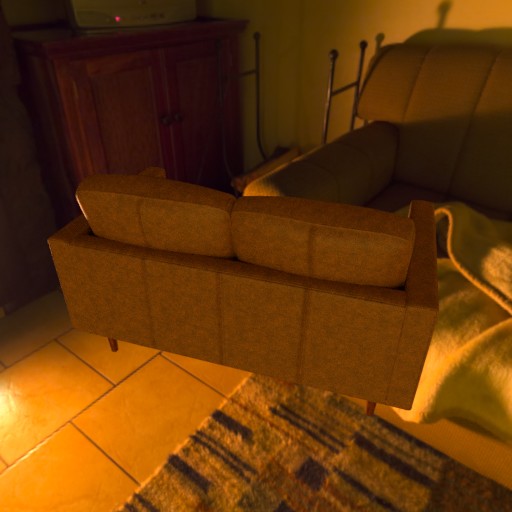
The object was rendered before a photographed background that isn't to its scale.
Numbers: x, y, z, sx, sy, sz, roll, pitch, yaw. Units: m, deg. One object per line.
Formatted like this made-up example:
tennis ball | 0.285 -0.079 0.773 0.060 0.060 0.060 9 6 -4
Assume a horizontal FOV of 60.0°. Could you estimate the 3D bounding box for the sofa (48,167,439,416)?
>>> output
sofa | 0.000 0.000 2.155 1.578 0.951 0.909 10 34 15
